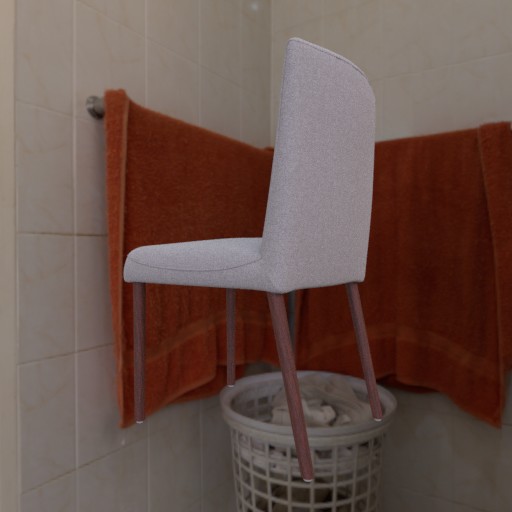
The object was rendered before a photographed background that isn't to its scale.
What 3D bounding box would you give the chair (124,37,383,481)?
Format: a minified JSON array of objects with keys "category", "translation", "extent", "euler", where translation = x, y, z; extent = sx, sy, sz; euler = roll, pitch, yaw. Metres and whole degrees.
[{"category":"chair","translation":[0.000,0.000,1.157],"extent":[0.570,0.859,0.456],"euler":[0,1,36]}]
